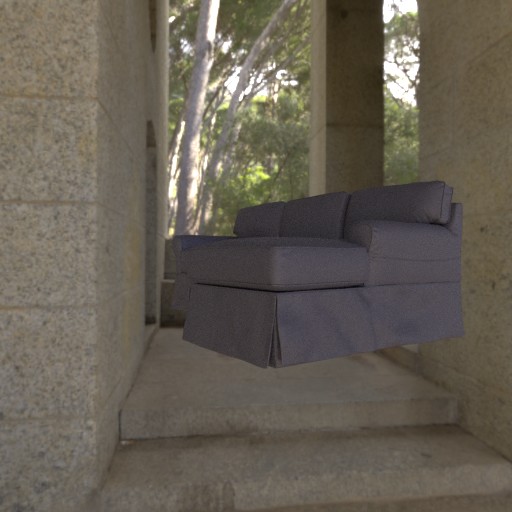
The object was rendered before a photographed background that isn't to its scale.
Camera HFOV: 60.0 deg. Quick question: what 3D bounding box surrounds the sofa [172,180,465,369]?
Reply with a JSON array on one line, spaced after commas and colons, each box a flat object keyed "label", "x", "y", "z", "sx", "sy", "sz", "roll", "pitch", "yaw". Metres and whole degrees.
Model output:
[{"label": "sofa", "x": 0.000, "y": 0.000, "z": 3.442, "sx": 1.637, "sy": 1.039, "sz": 2.518, "roll": 0, "pitch": 0, "yaw": -36}]
